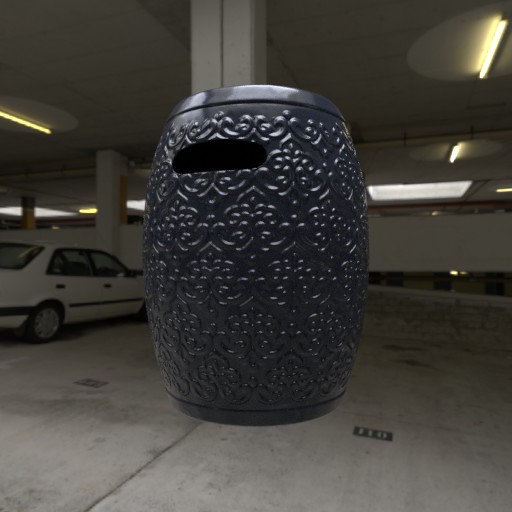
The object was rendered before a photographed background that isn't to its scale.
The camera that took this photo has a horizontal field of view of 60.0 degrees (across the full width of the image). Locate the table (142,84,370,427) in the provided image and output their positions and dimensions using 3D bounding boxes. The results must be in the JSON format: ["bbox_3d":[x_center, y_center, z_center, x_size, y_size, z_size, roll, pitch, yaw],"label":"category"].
[{"bbox_3d":[0.000,0.000,0.623,0.309,0.397,0.309,0,-1,0],"label":"table"}]
